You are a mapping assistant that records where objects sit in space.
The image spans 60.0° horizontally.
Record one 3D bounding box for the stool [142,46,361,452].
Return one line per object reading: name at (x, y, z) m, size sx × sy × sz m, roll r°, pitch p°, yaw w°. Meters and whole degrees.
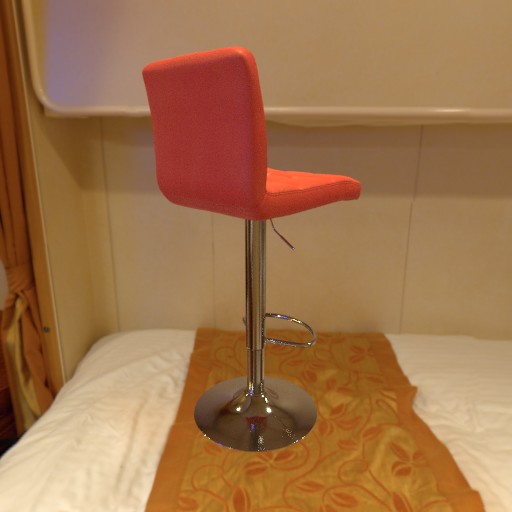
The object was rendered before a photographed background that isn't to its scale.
stool at (0.000, 0.000, 1.386) m, size 0.505 × 1.115 × 0.430 m, roll -15°, pitch 22°, yaw -42°
